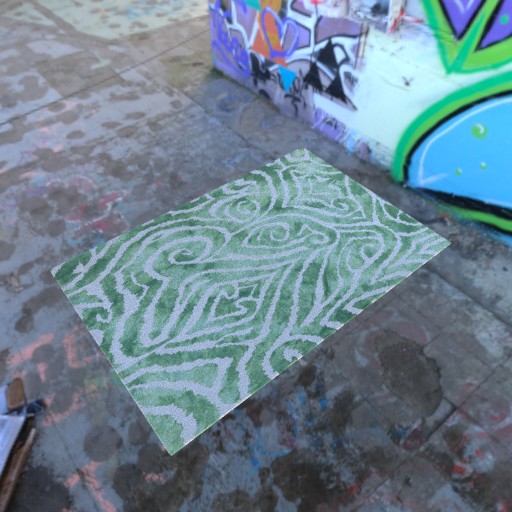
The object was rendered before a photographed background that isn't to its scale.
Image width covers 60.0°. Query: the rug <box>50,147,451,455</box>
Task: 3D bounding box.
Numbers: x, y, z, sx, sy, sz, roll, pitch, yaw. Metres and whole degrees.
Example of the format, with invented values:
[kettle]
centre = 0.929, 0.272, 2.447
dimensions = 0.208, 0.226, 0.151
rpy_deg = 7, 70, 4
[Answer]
[rug]
centre = 0.000, 0.000, 2.416
dimensions = 1.826, 0.006, 1.220
rpy_deg = -31, 54, -25
